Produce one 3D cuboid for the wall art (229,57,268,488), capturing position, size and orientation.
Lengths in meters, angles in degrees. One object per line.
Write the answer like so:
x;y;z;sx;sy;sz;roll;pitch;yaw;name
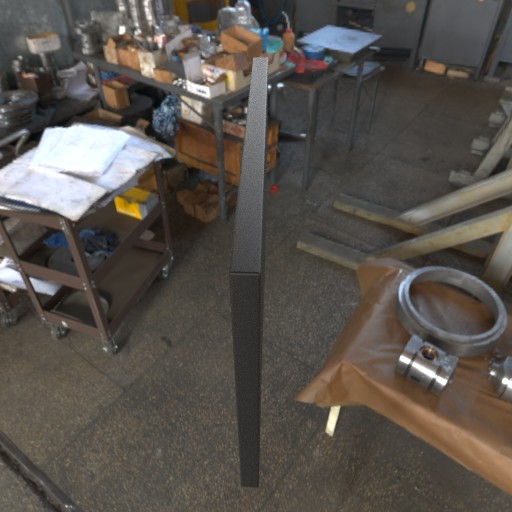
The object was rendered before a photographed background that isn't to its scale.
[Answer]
0.000;0.000;0.736;0.031;0.457;0.558;1;42;1;wall art
